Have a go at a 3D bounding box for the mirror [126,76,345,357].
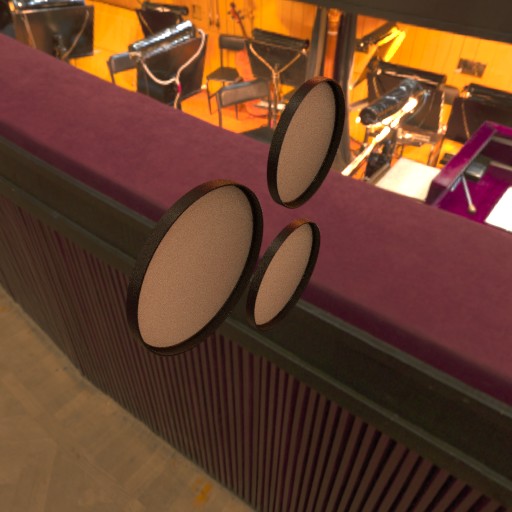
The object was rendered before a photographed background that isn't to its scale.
[{"bbox_3d":[0.000,0.000,3.146,0.076,2.096,2.160,27,49,26],"label":"mirror"}]
